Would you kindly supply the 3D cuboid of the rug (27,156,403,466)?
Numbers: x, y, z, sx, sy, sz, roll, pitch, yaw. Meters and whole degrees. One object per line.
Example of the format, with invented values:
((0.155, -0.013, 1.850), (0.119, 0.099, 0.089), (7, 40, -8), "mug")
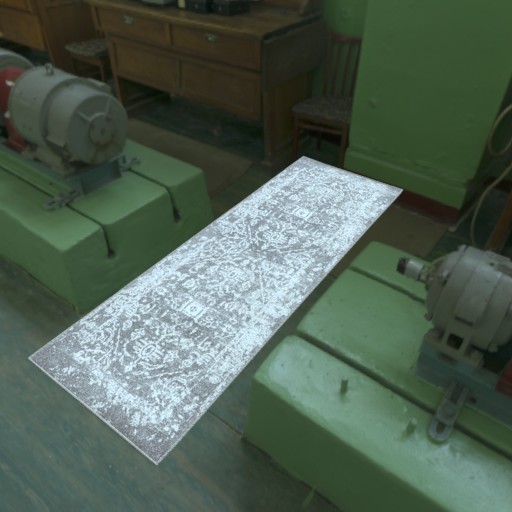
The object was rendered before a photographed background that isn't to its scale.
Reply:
((0.000, 0.000, 2.625), (0.855, 0.017, 2.452), (25, 46, 27), "rug")
